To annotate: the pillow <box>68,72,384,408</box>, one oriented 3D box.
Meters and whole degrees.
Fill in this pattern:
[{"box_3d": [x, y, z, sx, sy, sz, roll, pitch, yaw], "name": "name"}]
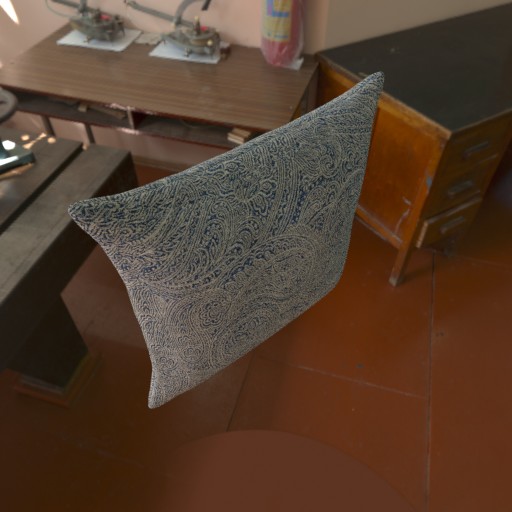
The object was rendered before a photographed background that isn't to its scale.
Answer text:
[{"box_3d": [0.000, 0.000, 0.770, 0.523, 0.510, 0.166, -31, 54, -26], "name": "pillow"}]
